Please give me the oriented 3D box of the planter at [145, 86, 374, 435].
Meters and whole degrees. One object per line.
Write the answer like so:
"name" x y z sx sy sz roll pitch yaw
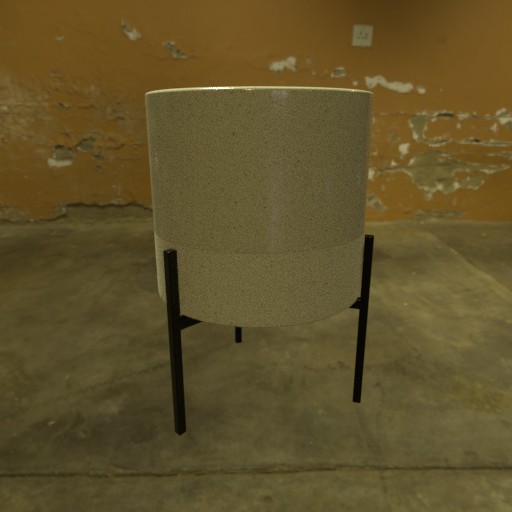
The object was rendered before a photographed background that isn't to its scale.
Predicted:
"planter" 0.000 0.000 0.334 0.152 0.230 0.159 16 24 42
